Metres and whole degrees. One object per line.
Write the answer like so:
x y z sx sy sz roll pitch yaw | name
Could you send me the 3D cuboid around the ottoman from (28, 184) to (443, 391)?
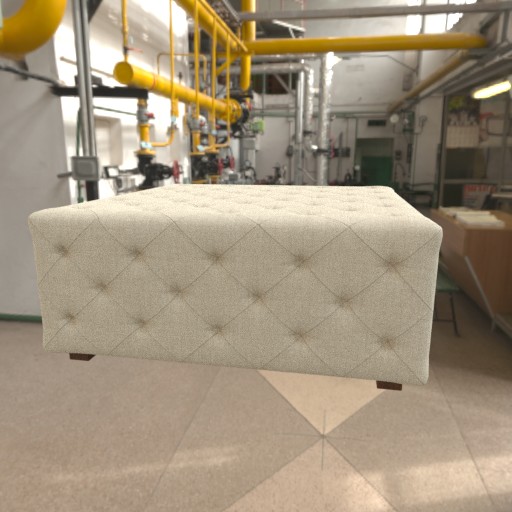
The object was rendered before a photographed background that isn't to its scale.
0.000 0.000 1.583 1.028 0.439 1.028 3 14 10 | ottoman
